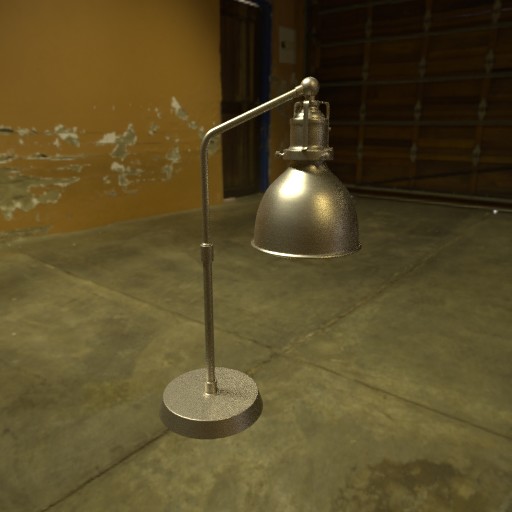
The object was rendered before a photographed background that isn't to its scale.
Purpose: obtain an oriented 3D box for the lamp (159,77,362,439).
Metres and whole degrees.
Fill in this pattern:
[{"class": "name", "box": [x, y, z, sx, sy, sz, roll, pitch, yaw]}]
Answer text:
[{"class": "lamp", "box": [0.000, 0.000, 0.603, 0.286, 0.456, 0.153, -2, 16, -6]}]
